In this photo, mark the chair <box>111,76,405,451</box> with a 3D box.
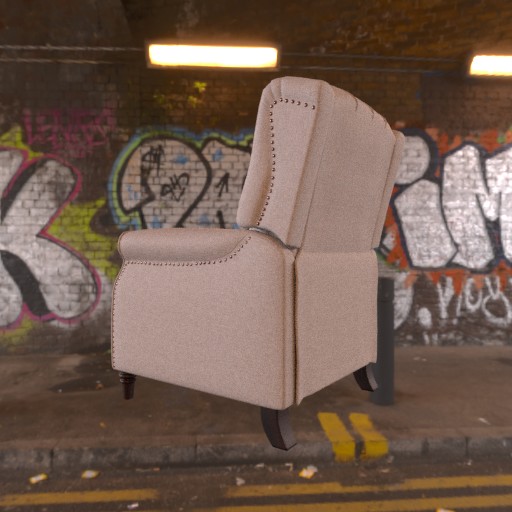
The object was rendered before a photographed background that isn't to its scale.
[{"bbox_3d":[0.000,0.000,1.637,0.902,1.035,0.742,0,1,36],"label":"chair"}]
